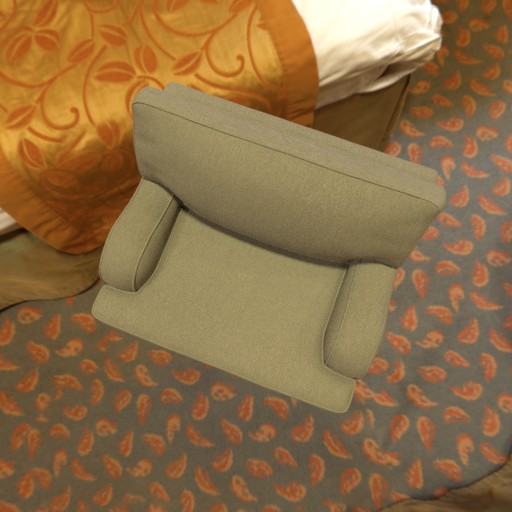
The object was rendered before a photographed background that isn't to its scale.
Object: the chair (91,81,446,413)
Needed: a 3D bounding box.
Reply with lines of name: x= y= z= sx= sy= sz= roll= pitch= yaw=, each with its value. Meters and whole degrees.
chair: x=0.000 y=0.000 z=1.994 sx=1.220 sy=1.016 sz=1.041 roll=20 pitch=77 yaw=5
